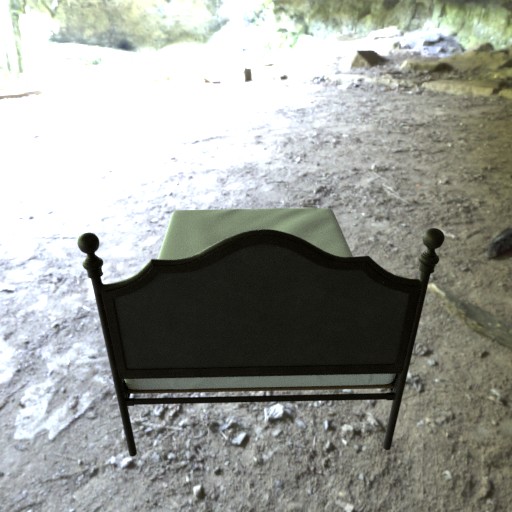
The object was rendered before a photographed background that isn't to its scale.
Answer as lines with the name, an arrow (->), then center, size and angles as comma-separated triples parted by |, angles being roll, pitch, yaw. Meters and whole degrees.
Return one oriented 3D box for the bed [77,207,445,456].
bed -> 0.000, 0.000, 3.259 | 1.642, 1.499, 2.224 | -1, 30, -1
